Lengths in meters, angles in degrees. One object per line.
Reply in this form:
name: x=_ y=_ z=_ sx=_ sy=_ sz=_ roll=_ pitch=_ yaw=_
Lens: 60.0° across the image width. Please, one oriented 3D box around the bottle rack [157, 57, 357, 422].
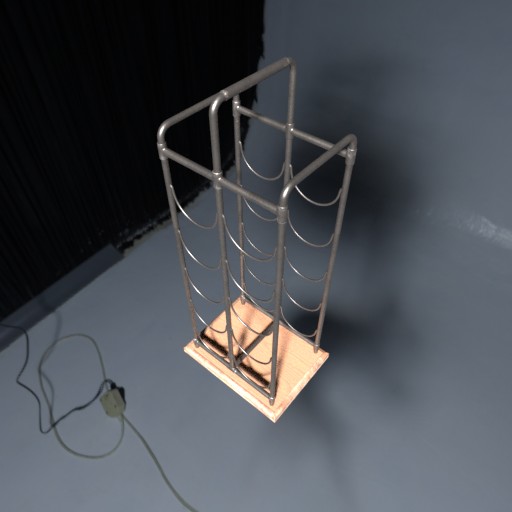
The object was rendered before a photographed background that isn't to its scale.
bottle rack: x=0.000 y=0.000 z=0.816 sx=0.276 sy=0.680 sz=0.208 roll=31 pitch=54 yaw=26
